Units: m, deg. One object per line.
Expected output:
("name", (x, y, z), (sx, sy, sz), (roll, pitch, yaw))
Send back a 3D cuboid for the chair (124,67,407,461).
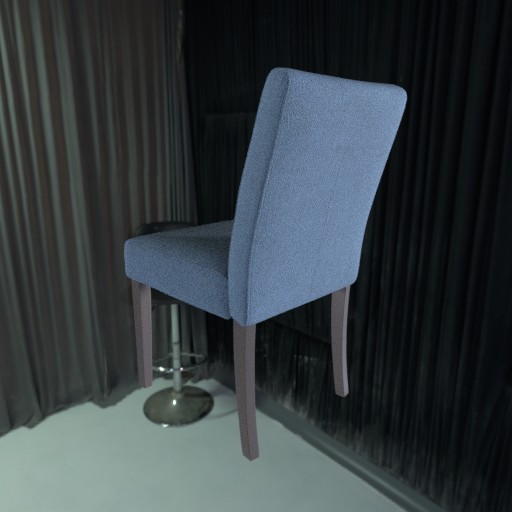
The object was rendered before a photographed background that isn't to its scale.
("chair", (0.000, 0.000, 1.228), (0.487, 0.882, 0.629), (-15, 21, -43))
